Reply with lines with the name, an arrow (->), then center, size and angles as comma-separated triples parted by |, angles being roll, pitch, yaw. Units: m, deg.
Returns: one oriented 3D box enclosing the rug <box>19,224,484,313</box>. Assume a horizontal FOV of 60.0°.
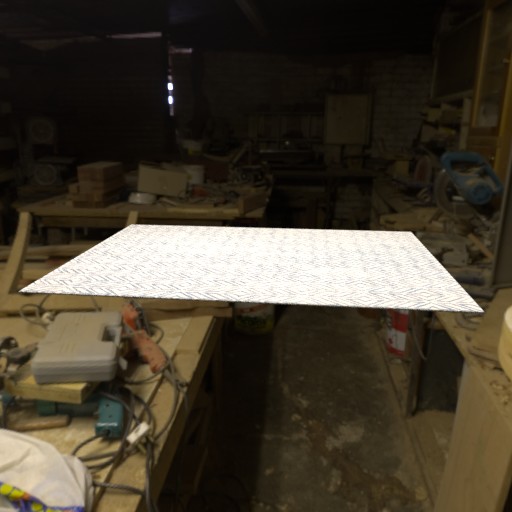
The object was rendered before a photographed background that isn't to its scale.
rug -> 0.000, 0.000, 2.302 | 1.824, 0.008, 1.220 | 2, 17, 6
